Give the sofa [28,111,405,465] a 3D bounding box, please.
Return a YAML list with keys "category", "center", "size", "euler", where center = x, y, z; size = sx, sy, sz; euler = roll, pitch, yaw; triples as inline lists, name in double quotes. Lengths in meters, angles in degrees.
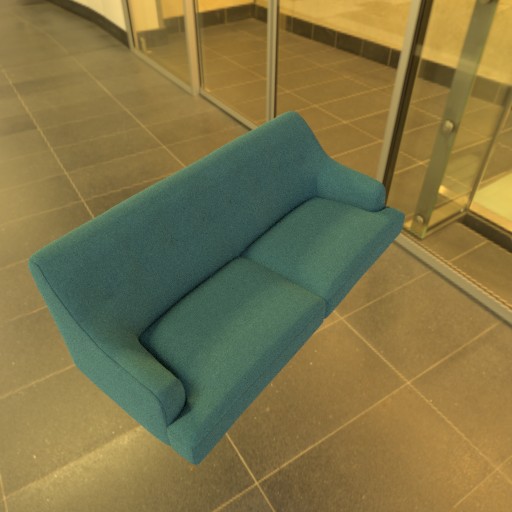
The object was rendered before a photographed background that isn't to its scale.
- category: "sofa"
  center: [0.000, 0.000, 2.523]
  size: [0.978, 0.871, 2.057]
  euler: [27, 47, 28]
